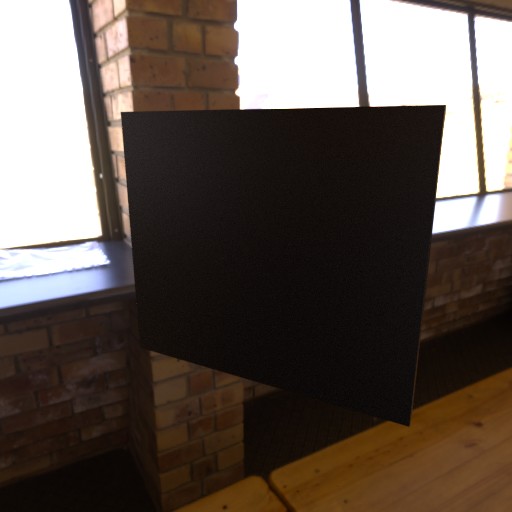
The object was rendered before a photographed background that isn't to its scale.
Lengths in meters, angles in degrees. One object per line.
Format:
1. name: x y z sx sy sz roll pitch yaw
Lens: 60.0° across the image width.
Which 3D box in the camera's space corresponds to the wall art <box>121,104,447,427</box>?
1. wall art: 0.000 0.000 0.526 0.383 0.332 0.012 9 18 27
